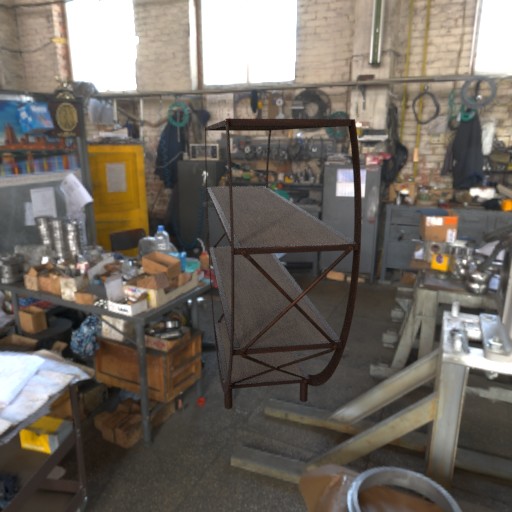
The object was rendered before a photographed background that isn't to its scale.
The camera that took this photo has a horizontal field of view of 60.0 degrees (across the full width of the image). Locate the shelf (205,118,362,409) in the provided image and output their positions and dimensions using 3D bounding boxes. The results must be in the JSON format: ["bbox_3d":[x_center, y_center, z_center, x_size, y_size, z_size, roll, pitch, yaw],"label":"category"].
[{"bbox_3d":[0.000,0.000,1.866,0.344,1.063,1.403,-2,15,-9],"label":"shelf"}]
